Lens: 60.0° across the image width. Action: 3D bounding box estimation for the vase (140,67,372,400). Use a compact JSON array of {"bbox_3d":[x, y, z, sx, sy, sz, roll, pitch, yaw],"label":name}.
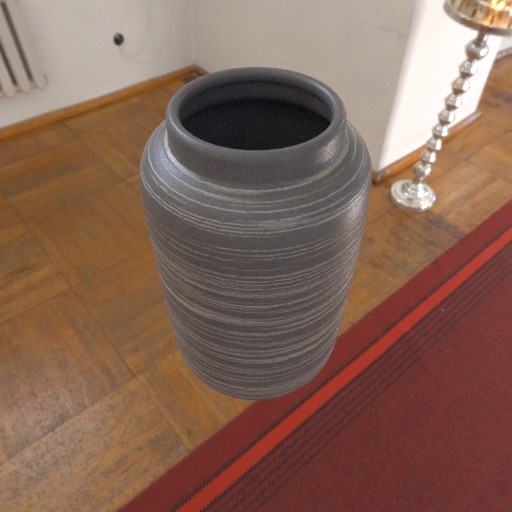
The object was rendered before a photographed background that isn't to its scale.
[{"bbox_3d":[0.000,0.000,0.680,0.297,0.499,0.297,0,47,0],"label":"vase"}]
